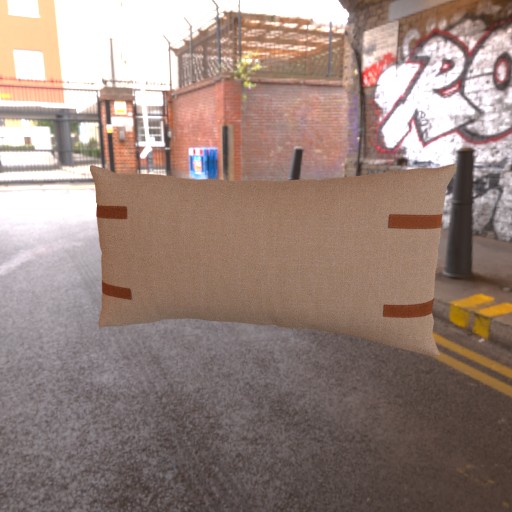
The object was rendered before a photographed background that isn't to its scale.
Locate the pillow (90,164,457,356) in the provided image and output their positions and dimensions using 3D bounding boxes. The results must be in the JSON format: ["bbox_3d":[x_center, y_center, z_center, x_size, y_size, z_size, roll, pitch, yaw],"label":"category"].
[{"bbox_3d":[0.000,0.000,0.748,0.612,0.308,0.148,3,14,11],"label":"pillow"}]
